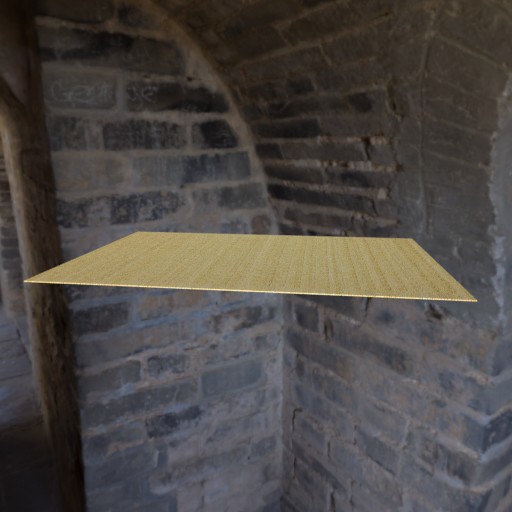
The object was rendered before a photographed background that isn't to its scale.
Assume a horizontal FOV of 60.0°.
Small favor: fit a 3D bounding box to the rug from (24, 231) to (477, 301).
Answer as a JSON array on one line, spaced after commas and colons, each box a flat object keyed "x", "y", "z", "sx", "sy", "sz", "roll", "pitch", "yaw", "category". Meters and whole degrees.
[{"x": 0.000, "y": 0.000, "z": 2.944, "sx": 2.286, "sy": 0.006, "sz": 1.524, "roll": 2, "pitch": 13, "yaw": 8, "category": "rug"}]
